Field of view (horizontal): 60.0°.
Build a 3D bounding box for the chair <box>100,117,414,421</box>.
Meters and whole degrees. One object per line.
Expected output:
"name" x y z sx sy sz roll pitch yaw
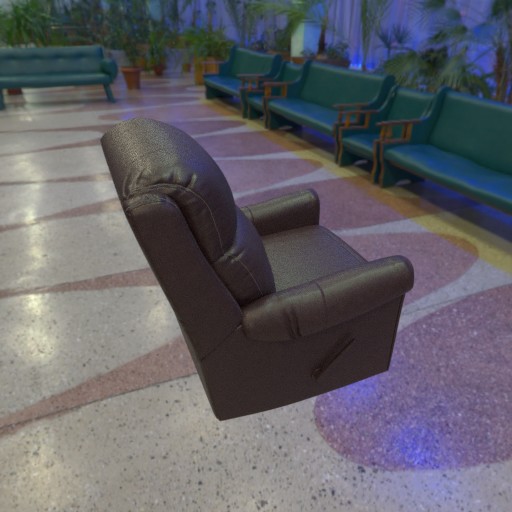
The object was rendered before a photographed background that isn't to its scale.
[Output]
"chair" 0.000 0.000 1.801 1.014 1.054 0.838 -11 32 -19
